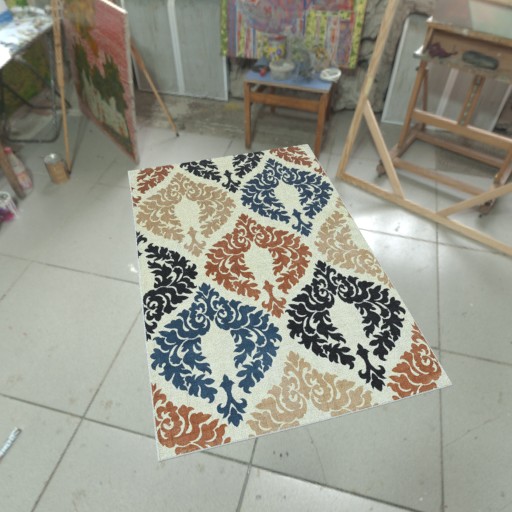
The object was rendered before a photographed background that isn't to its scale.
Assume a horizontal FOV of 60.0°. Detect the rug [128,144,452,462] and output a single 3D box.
[{"bbox_3d":[0.000,0.000,2.894,1.514,0.014,2.275,-11,48,-10],"label":"rug"}]
